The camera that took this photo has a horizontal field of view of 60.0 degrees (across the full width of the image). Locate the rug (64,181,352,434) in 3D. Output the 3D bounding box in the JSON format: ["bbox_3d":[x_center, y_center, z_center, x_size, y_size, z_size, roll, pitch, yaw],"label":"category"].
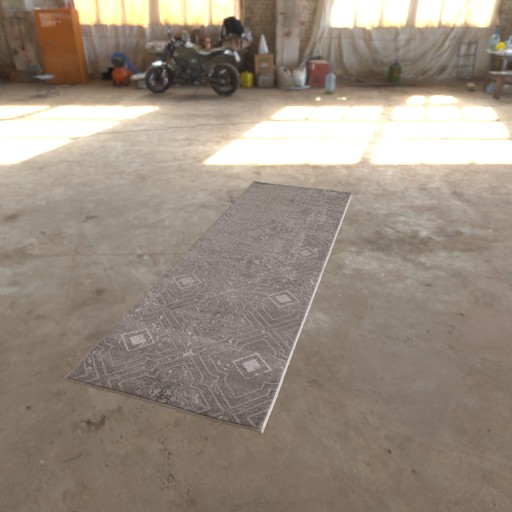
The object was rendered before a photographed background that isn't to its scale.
[{"bbox_3d":[0.000,0.000,2.639,0.832,0.035,2.381,9,31,16],"label":"rug"}]
